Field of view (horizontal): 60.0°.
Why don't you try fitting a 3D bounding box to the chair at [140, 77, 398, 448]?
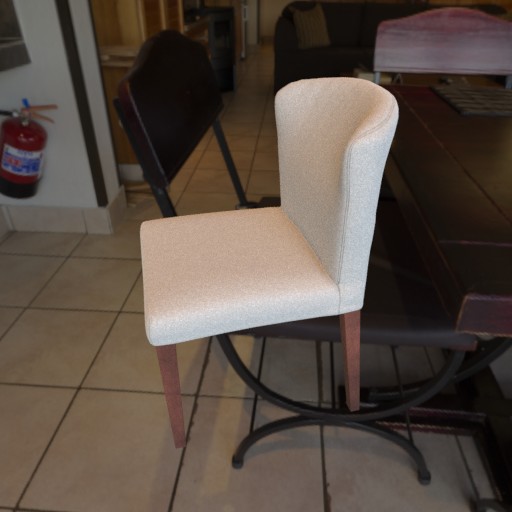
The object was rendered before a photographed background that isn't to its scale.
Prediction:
[{"bbox_3d":[0.000,0.000,1.169,0.592,0.839,0.491,-8,32,-12],"label":"chair"}]
